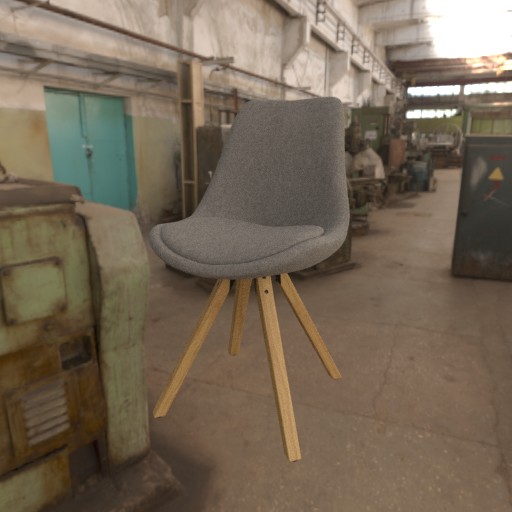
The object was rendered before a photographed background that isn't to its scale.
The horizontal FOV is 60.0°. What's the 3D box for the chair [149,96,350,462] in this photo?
[{"bbox_3d":[0.000,0.000,1.227,0.483,0.865,0.550,7,16,25],"label":"chair"}]
